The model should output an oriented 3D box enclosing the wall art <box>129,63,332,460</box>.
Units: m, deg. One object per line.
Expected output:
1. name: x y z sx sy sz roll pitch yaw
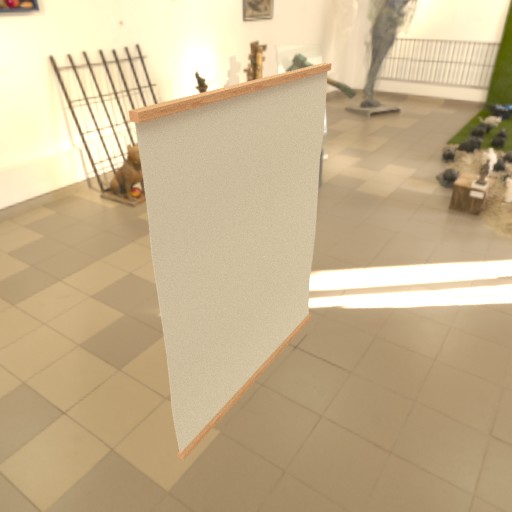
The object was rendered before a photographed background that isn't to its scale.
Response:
1. wall art: 0.000 0.000 0.683 0.013 0.508 0.406 19 35 29
